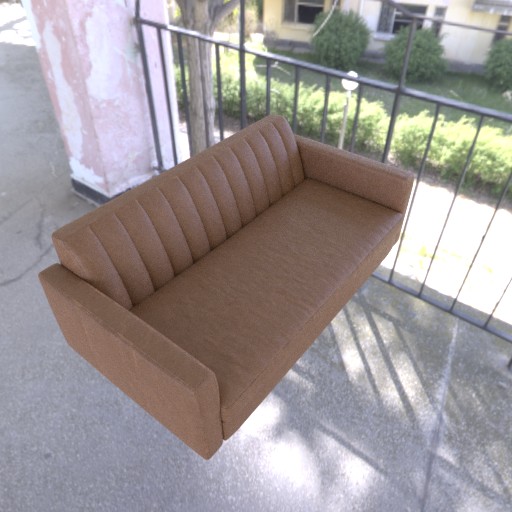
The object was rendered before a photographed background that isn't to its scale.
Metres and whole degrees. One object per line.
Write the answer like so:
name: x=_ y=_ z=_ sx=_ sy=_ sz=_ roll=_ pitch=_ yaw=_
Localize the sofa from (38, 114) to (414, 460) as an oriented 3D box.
sofa: x=0.000 y=0.000 z=2.377 sx=0.993 sy=0.821 sz=1.847 roll=27 pitch=48 yaw=28
